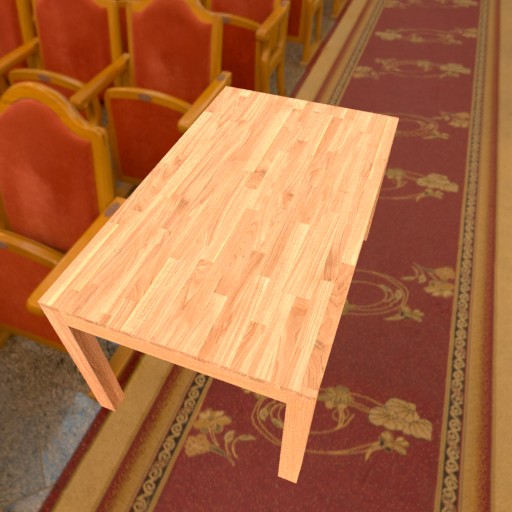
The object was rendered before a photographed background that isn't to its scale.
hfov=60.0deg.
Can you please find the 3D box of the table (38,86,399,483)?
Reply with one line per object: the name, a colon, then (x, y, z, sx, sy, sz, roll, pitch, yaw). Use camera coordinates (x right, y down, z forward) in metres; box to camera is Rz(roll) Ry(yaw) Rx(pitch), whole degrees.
table: (0.000, 0.000, 2.040, 0.900, 0.770, 1.500, 15, 50, 14)
